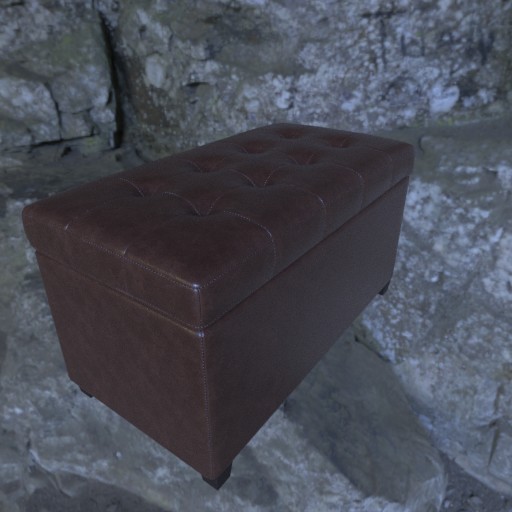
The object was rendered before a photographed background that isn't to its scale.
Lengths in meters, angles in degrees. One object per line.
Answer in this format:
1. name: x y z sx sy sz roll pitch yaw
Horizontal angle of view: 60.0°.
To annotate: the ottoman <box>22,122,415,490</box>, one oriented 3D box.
1. ottoman: 0.000 0.000 1.057 0.432 0.470 0.838 19 34 31
